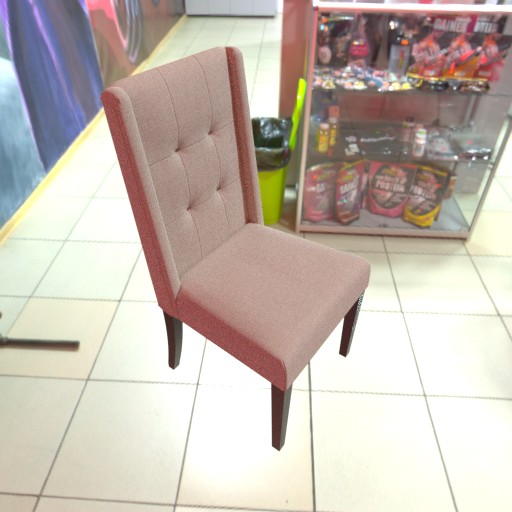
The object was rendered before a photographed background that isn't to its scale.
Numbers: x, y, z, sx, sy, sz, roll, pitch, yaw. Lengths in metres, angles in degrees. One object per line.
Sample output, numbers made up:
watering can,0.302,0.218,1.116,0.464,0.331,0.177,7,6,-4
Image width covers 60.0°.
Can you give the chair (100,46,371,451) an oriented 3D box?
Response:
chair,0.000,0.000,1.251,0.523,0.961,0.474,25,46,27
